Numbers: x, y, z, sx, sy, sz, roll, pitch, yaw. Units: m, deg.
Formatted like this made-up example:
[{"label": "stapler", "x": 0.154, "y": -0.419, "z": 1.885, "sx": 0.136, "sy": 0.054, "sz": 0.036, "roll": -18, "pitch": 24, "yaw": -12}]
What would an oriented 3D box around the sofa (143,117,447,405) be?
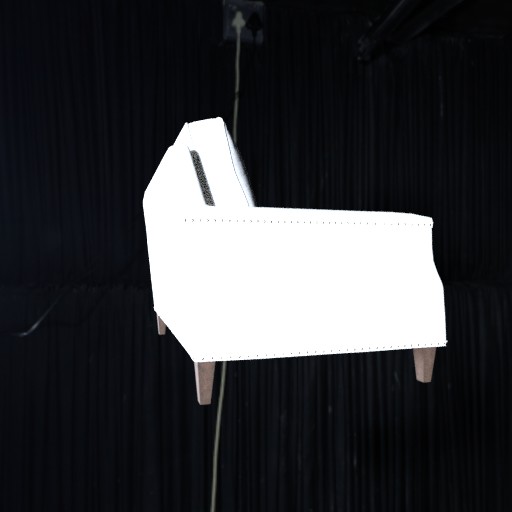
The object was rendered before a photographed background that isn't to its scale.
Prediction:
[{"label": "sofa", "x": 0.000, "y": 0.000, "z": 2.309, "sx": 1.084, "sy": 1.003, "sz": 1.597, "roll": 0, "pitch": 0, "yaw": -18}]
